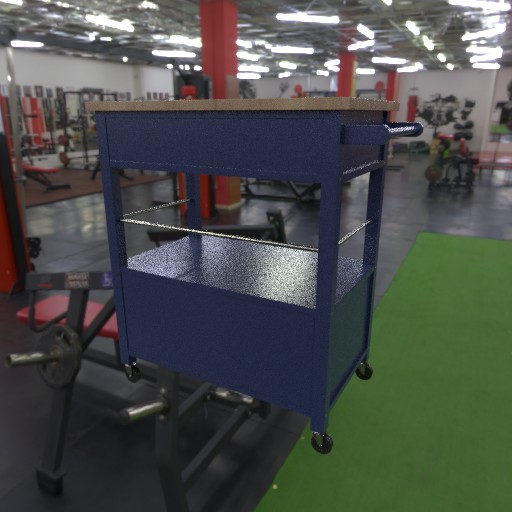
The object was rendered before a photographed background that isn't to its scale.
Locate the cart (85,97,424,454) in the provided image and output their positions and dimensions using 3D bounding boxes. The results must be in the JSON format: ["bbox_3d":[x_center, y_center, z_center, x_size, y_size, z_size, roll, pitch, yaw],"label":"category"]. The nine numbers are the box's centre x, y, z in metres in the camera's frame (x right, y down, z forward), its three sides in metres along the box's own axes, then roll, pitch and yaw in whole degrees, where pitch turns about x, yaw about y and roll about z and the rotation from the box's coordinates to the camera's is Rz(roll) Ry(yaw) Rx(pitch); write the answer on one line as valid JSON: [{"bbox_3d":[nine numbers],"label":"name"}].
[{"bbox_3d":[0.000,0.000,1.371,0.840,0.901,0.459,10,20,28],"label":"cart"}]
